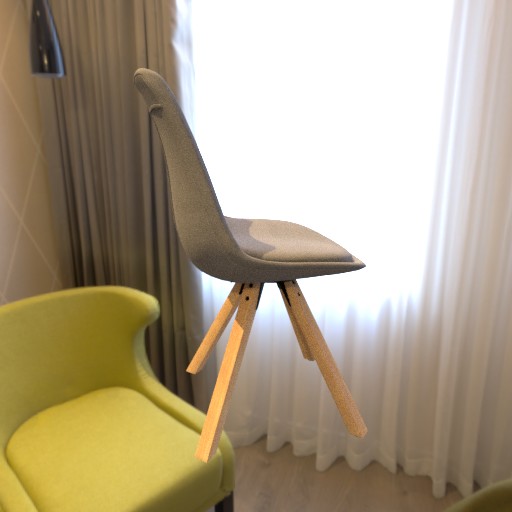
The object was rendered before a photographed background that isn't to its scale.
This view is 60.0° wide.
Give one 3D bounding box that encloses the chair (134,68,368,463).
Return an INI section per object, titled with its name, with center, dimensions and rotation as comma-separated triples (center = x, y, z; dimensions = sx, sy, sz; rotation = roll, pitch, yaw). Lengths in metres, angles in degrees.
[chair]
center = 0.000, 0.000, 1.147
dimensions = 0.549, 0.863, 0.474
rotation = -3, 17, -11
